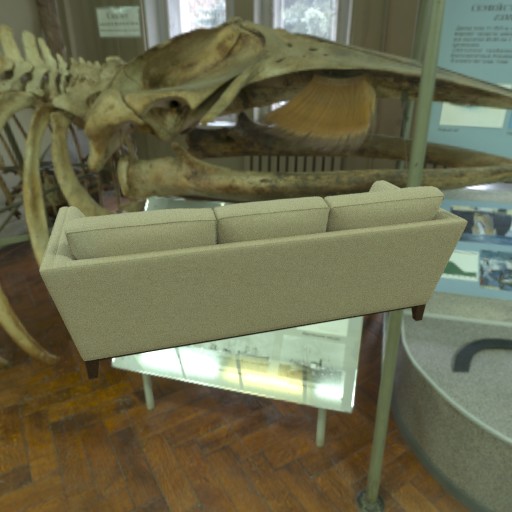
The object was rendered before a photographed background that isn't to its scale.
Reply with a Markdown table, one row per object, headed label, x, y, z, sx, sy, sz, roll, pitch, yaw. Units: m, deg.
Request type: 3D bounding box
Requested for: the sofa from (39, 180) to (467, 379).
| label | x | y | z | sx | sy | sz | roll | pitch | yaw |
| --- | --- | --- | --- | --- | --- | --- | --- | --- | --- |
| sofa | 0.000 | 0.000 | 2.904 | 2.388 | 0.940 | 0.965 | -7 | 26 | -15 |
